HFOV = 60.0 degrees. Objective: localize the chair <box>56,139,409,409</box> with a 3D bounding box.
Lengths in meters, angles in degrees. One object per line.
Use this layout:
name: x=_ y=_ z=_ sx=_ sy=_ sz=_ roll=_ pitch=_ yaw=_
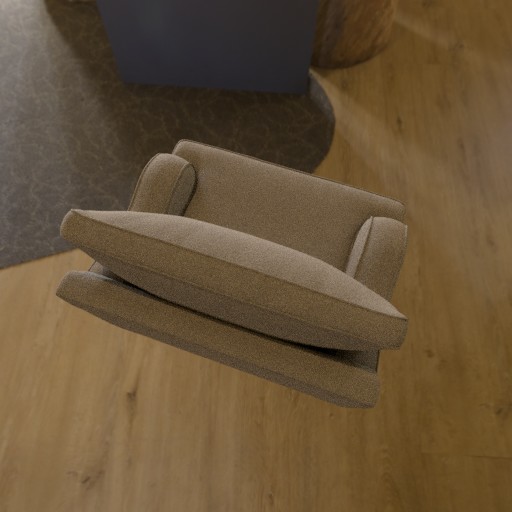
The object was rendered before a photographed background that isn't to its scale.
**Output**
chair: x=0.000 y=0.000 z=1.991 sx=1.220 sy=1.016 sz=1.040 roll=18 pitch=66 yaw=8
